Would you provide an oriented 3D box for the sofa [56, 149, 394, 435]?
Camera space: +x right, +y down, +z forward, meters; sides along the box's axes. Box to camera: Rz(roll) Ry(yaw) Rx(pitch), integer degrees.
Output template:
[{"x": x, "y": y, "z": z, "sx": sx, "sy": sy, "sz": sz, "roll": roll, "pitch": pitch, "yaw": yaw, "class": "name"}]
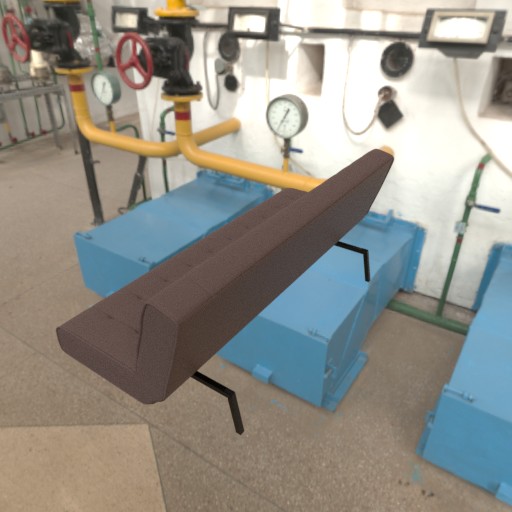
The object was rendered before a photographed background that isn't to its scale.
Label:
[{"x": 0.000, "y": 0.000, "z": 2.135, "sx": 0.747, "sy": 0.699, "sz": 1.703, "roll": 20, "pitch": 36, "yaw": 29, "class": "sofa"}]
